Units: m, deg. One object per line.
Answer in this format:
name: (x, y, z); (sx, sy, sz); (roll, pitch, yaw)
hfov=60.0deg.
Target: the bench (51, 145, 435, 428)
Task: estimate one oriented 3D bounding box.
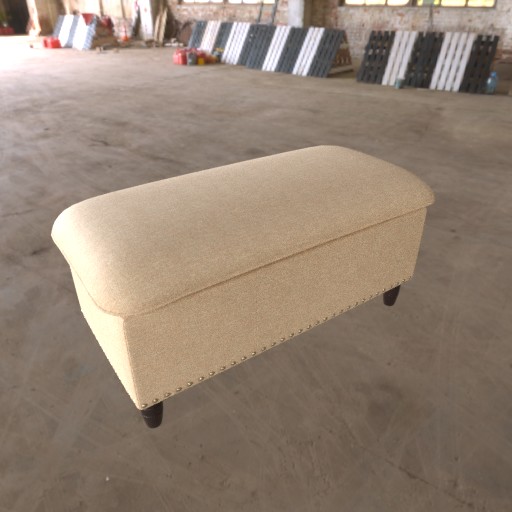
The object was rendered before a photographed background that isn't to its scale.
bench: (0.000, 0.000, 1.284); (0.991, 0.483, 0.483); (-20, 36, -29)
